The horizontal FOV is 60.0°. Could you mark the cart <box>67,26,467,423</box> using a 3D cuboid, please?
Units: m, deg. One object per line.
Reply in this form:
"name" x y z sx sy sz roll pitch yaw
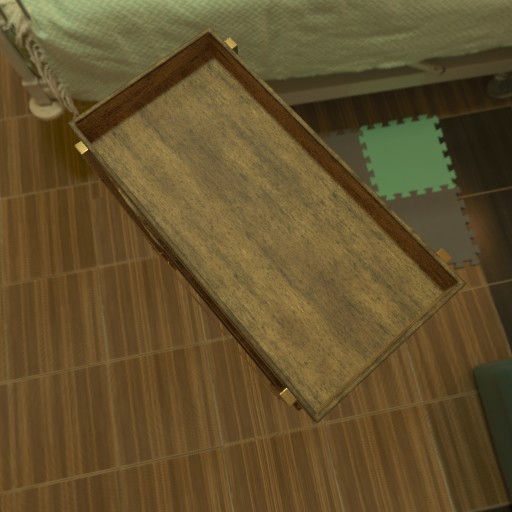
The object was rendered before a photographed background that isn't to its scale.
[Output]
"cart" 0.000 0.000 1.236 0.416 0.799 0.750 -39 78 -10
